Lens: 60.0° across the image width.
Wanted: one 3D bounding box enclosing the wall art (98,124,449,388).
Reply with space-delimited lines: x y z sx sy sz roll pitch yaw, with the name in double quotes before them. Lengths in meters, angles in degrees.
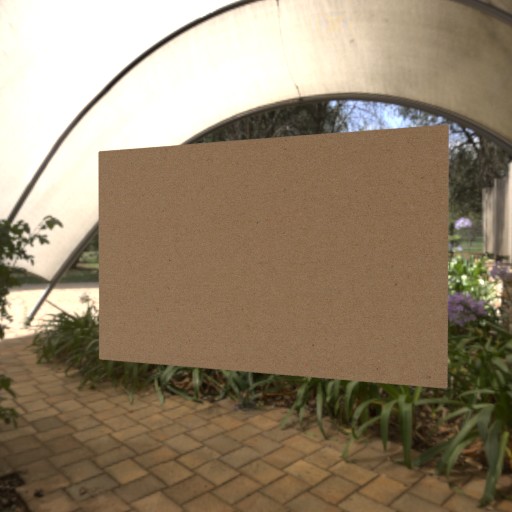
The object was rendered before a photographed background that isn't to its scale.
"wall art" 0.000 0.000 0.777 0.618 0.398 0.042 0 1 17
